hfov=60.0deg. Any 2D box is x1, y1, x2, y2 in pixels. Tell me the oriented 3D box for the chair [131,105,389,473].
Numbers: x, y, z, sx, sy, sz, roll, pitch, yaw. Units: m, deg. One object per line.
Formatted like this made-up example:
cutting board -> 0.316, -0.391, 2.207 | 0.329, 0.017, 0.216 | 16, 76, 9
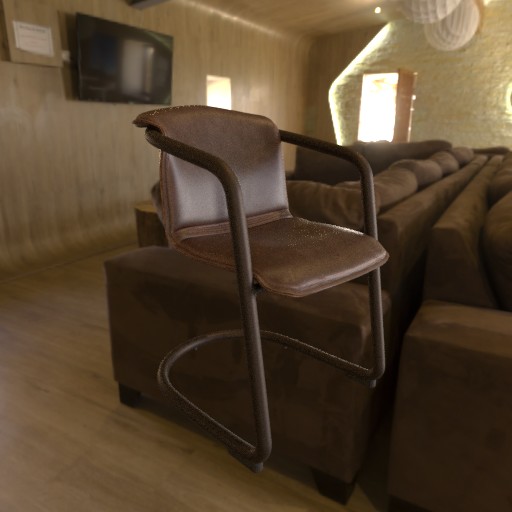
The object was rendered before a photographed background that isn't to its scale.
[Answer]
chair -> 0.000, 0.000, 1.271 | 0.536, 0.836, 0.664 | -15, 22, -42
